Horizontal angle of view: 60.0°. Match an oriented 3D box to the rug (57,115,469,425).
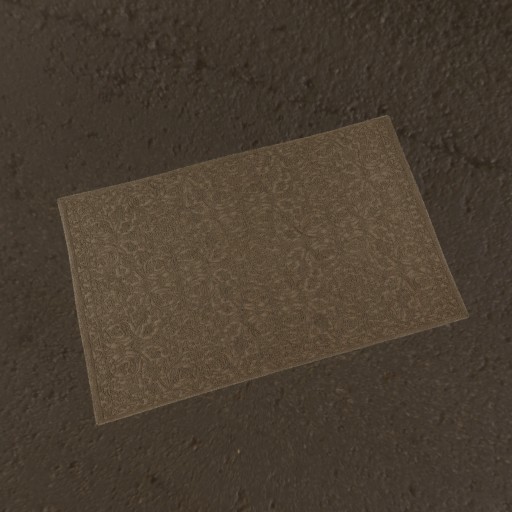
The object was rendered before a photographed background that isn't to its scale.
[{"bbox_3d":[0.000,0.000,2.957,2.435,0.012,1.529,-15,76,-4],"label":"rug"}]
